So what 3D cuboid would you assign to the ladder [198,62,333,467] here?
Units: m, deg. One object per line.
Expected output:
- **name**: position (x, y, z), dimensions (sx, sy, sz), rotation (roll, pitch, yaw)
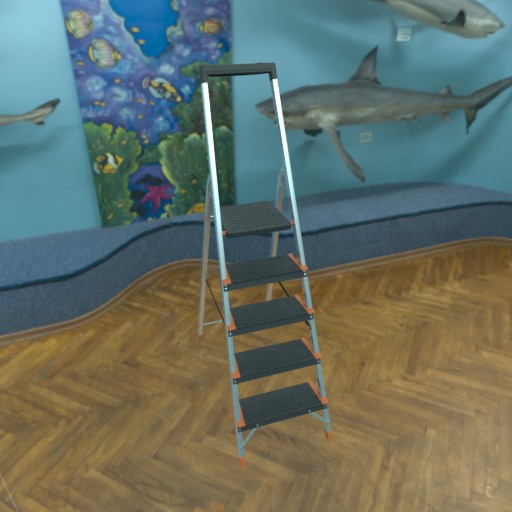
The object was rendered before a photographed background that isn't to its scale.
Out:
- **ladder**: position (0.000, 0.000, 2.123), dimensions (0.480, 1.646, 0.995), rotation (-9, 32, -16)
